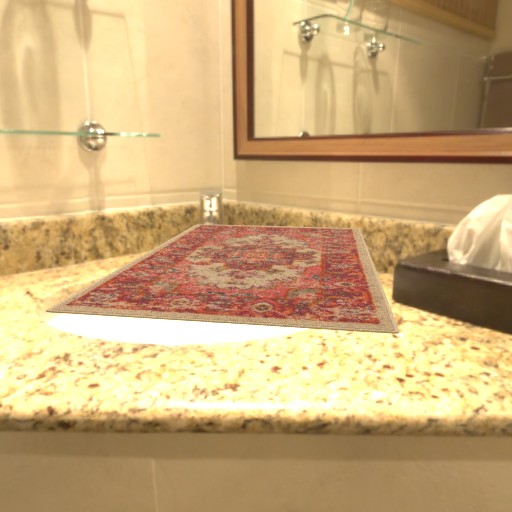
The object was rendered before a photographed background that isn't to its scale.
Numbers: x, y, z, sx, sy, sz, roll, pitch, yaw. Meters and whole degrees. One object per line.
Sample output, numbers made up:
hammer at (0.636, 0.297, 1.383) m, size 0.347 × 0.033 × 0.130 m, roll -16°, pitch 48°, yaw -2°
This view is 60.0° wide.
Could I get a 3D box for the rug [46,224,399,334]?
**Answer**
rug at (0.000, 0.000, 1.091) m, size 0.556 × 0.004 × 0.868 m, roll 2°, pitch 14°, yaw 9°
